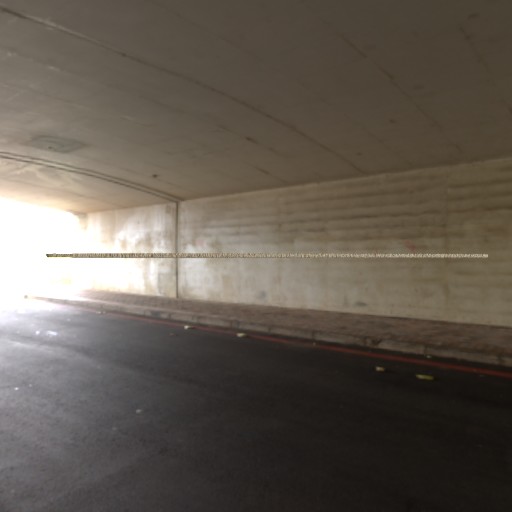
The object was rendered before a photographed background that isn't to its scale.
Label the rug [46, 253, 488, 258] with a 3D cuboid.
[{"bbox_3d":[0.000,0.000,3.363,2.698,0.025,1.798,0,0,-18],"label":"rug"}]
